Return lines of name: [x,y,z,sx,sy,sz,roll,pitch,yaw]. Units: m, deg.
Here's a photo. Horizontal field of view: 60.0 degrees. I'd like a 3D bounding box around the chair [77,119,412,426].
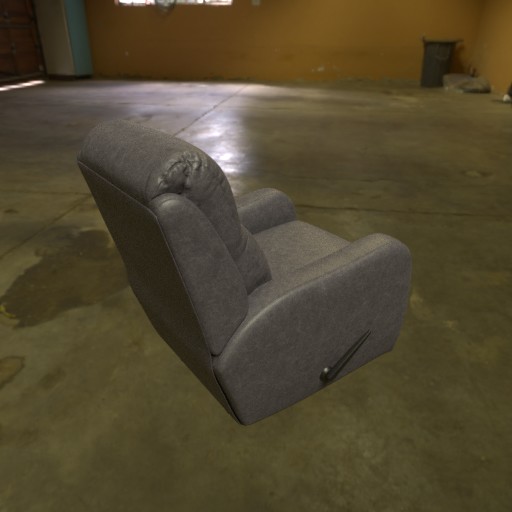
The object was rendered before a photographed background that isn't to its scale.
chair: [0.000,0.000,1.767,1.067,1.067,0.865,-18,32,-32]
